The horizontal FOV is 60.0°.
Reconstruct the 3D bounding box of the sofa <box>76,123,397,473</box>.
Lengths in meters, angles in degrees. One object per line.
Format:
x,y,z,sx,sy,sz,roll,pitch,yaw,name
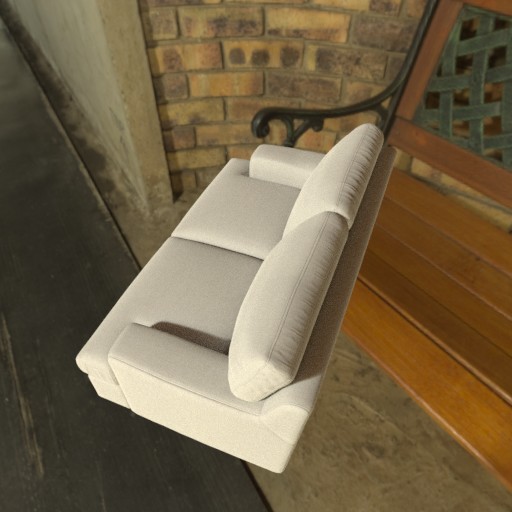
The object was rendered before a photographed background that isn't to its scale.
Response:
0.000,0.000,2.475,1.143,0.940,1.880,16,48,15,sofa
